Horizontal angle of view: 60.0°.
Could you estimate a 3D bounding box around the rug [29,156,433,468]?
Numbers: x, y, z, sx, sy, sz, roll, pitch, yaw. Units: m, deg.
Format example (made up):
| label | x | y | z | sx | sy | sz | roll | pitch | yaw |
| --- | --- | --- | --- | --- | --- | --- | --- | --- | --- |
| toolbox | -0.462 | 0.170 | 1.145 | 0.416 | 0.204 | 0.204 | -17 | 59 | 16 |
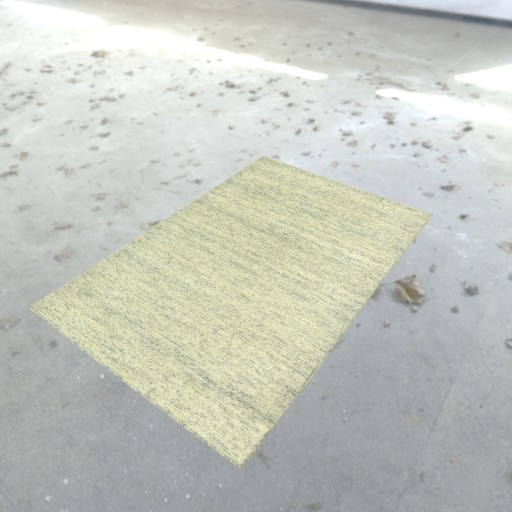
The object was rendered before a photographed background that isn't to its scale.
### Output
| label | x | y | z | sx | sy | sz | roll | pitch | yaw |
| --- | --- | --- | --- | --- | --- | --- | --- | --- | --- |
| rug | 0.000 | 0.000 | 2.320 | 1.243 | 0.014 | 1.846 | 25 | 46 | 27 |
